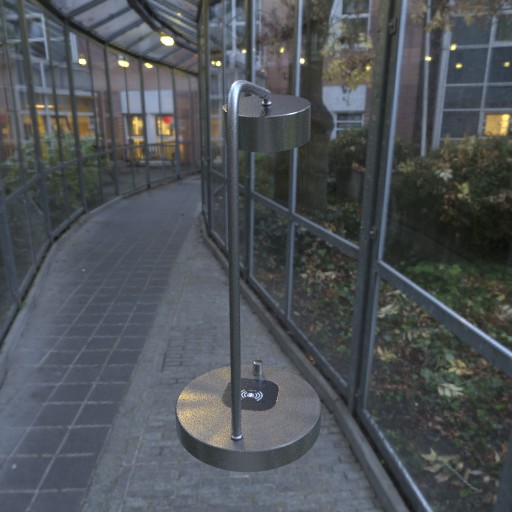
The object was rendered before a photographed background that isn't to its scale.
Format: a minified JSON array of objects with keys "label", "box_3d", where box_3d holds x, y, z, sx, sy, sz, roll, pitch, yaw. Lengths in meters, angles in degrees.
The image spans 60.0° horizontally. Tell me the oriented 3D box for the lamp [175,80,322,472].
[{"label":"lamp","box_3d":[0.000,0.000,0.648,0.211,0.469,0.334,3,16,10]}]
